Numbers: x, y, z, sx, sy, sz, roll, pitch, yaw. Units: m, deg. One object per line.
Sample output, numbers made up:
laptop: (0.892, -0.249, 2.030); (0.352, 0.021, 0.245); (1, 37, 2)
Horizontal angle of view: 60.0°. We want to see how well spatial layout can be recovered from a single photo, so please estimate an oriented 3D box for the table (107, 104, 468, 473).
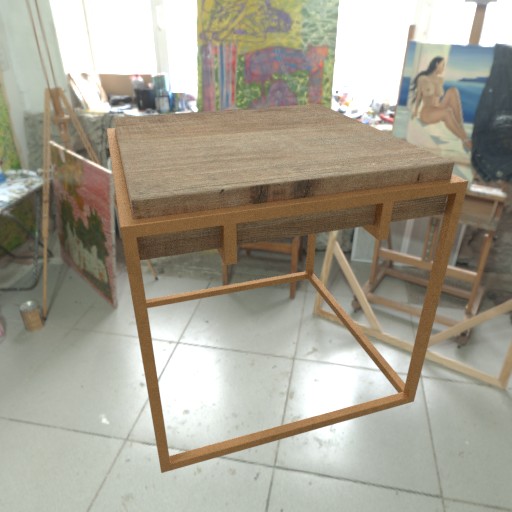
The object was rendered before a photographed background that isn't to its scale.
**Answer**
table: (0.000, 0.000, 1.083); (0.599, 0.584, 0.599); (-9, 31, -16)
